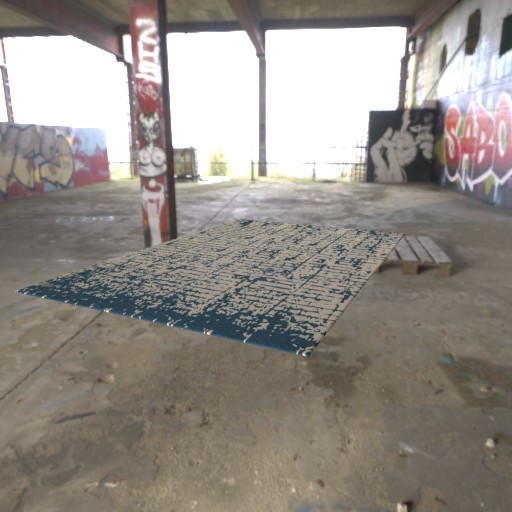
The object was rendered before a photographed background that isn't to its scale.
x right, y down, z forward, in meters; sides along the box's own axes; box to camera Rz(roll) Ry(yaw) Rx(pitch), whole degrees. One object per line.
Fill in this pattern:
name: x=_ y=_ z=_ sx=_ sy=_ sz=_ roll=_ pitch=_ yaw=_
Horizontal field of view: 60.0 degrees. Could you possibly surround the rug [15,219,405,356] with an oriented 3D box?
rug: x=0.000 y=0.000 z=2.280 sx=1.220 sy=0.007 sz=1.828 roll=7 pitch=16 yaw=25
